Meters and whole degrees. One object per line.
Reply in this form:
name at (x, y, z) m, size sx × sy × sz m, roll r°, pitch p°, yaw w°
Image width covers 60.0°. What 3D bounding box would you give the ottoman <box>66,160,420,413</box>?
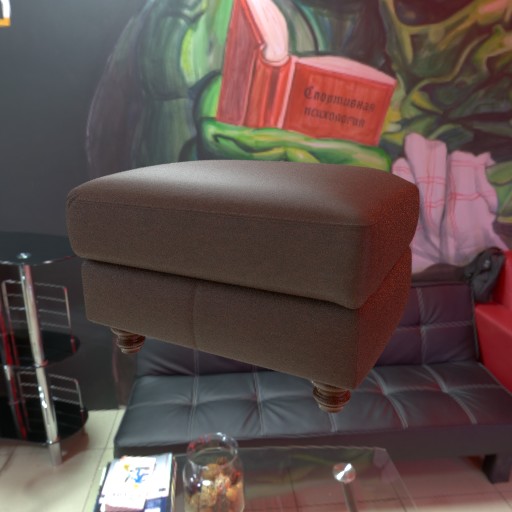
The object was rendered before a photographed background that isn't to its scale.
ottoman at (0.000, 0.000, 1.221) m, size 0.787 × 0.508 × 0.635 m, roll 8°, pitch 17°, yaw 26°
